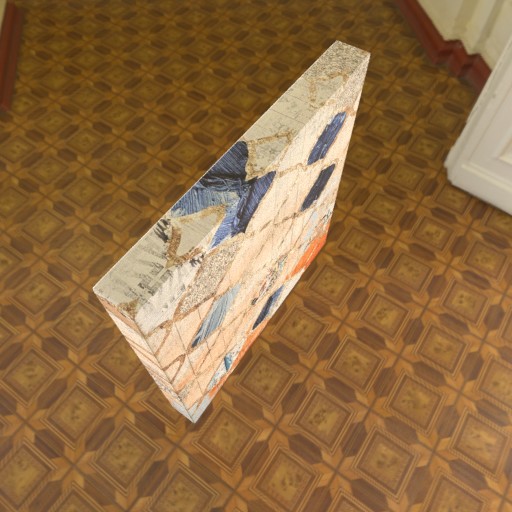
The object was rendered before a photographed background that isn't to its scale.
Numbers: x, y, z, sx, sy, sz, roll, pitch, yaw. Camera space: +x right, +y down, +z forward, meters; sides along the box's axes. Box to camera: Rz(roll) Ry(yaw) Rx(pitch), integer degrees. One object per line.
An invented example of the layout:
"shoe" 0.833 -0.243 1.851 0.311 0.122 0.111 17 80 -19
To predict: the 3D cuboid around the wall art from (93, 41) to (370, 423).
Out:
"wall art" 0.000 0.000 0.455 0.036 0.304 0.303 30 63 17
